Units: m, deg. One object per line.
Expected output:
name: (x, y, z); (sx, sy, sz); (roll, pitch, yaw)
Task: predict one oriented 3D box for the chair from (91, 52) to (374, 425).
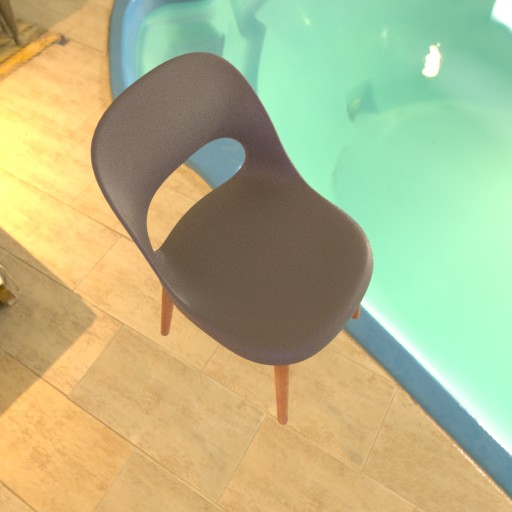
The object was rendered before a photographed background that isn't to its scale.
chair: (0.000, 0.000, 1.113); (0.556, 0.795, 0.470); (33, 64, 18)
